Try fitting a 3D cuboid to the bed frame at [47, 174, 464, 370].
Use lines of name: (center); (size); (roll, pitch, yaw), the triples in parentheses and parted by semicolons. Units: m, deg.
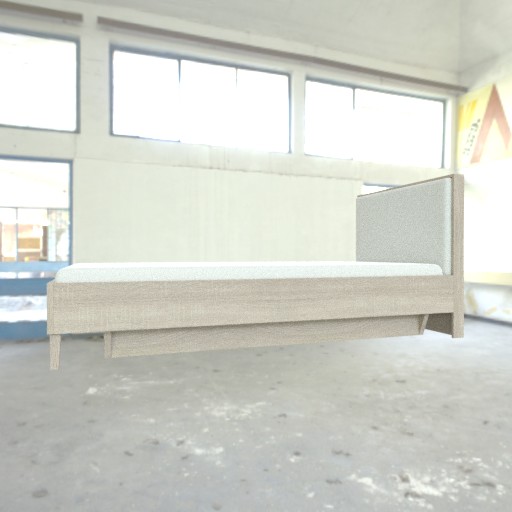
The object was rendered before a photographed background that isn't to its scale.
bed frame: (0.000, 0.000, 2.614); (2.140, 0.920, 0.990); (0, 0, -19)
